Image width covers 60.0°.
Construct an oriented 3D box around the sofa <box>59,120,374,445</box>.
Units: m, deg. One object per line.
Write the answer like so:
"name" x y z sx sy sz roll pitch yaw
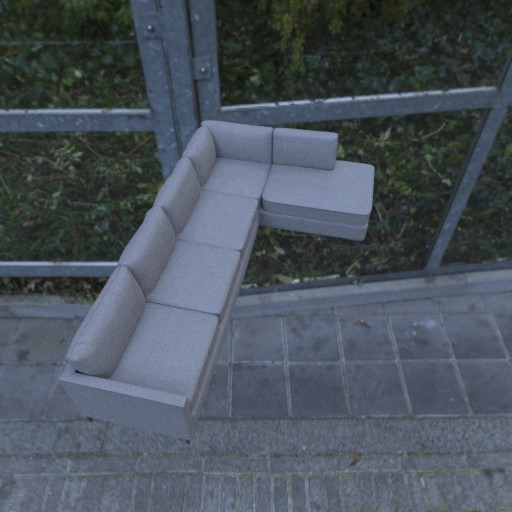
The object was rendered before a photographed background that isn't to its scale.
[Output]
"sofa" 0.000 0.000 4.201 2.077 0.964 3.331 9 47 8
